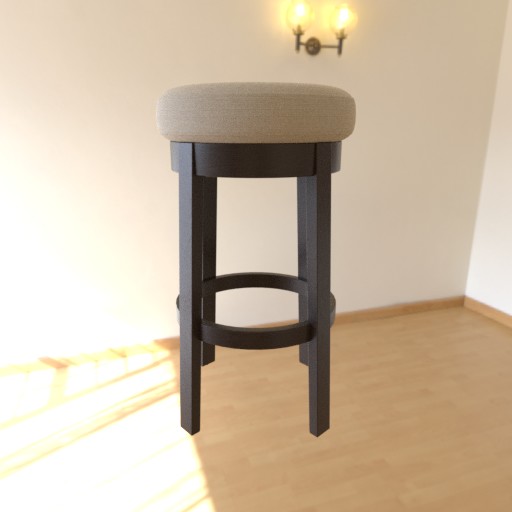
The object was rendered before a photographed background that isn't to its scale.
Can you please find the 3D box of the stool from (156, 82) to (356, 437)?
[{"bbox_3d":[0.000,0.000,1.060,0.446,0.758,0.446,0,16,0],"label":"stool"}]
